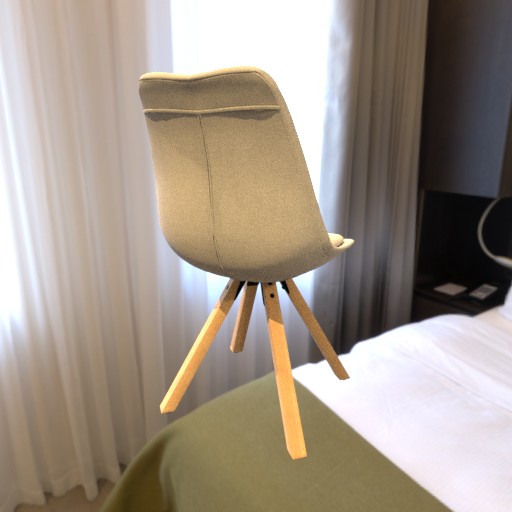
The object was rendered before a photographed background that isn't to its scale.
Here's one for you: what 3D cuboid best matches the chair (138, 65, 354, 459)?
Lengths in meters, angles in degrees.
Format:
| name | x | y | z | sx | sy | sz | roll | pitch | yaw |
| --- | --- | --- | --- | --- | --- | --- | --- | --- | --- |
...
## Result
| name | x | y | z | sx | sy | sz | roll | pitch | yaw |
| --- | --- | --- | --- | --- | --- | --- | --- | --- | --- |
| chair | 0.000 | 0.000 | 1.178 | 0.474 | 0.863 | 0.549 | 8 | 17 | 27 |
